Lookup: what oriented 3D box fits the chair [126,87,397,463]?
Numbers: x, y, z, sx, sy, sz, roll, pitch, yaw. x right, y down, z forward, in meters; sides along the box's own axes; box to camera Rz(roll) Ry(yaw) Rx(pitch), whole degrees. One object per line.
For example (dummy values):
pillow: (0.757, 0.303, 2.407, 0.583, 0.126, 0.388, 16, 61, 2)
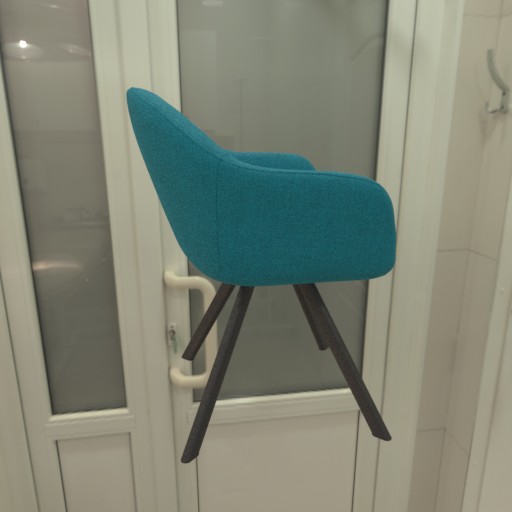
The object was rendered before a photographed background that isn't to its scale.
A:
chair: (0.000, 0.000, 1.101, 0.565, 0.775, 0.545, -2, 16, -9)
